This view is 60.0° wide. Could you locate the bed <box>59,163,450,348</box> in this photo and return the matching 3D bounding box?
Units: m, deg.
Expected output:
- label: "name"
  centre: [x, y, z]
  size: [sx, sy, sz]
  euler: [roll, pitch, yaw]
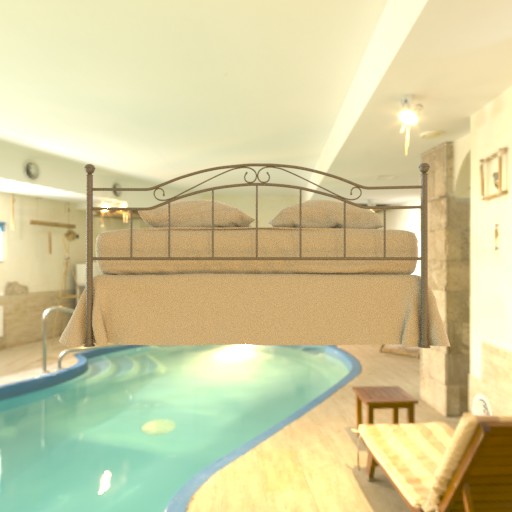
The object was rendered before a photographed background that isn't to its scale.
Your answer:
- label: "bed"
  centre: [0.000, 0.000, 3.667]
  size: [2.309, 1.080, 2.220]
  euler: [0, 0, 1]
